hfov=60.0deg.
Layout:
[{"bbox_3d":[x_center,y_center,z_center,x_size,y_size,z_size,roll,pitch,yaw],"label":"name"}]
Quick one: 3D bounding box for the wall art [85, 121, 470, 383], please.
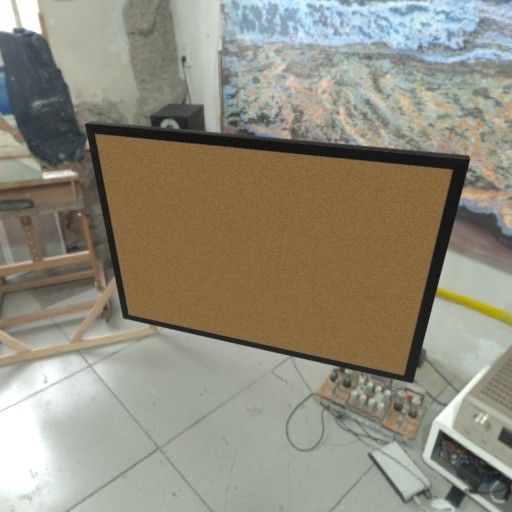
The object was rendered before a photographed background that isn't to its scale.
[{"bbox_3d":[0.000,0.000,0.571,0.440,0.306,0.013,9,32,15],"label":"wall art"}]
